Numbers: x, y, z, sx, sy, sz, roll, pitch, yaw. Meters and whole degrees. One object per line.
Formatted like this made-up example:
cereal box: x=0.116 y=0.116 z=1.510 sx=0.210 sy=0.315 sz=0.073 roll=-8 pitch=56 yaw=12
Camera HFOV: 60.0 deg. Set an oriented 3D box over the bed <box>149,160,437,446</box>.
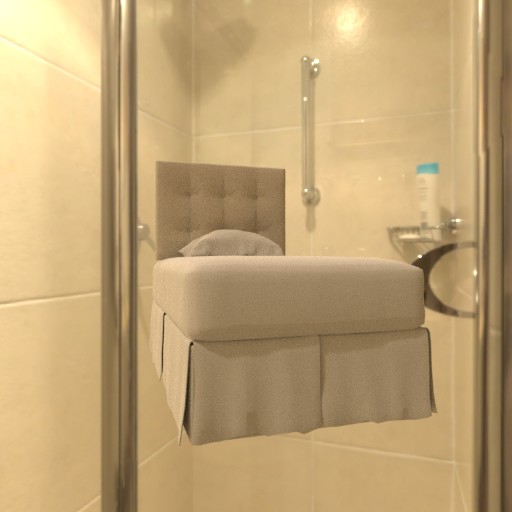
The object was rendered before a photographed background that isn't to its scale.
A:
bed: x=0.000 y=0.000 z=2.898 sx=1.261 sy=1.571 sz=1.997 roll=0 pitch=0 yaw=-18
